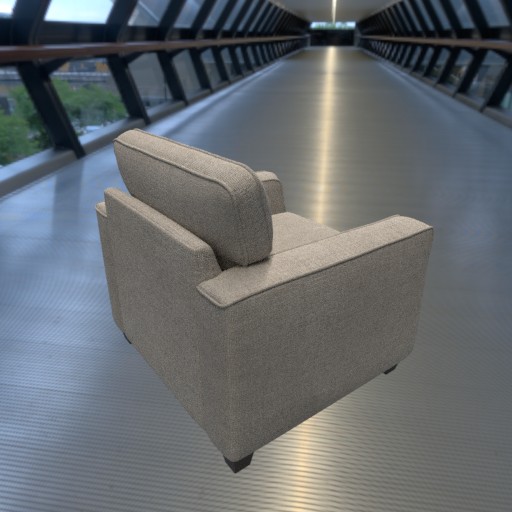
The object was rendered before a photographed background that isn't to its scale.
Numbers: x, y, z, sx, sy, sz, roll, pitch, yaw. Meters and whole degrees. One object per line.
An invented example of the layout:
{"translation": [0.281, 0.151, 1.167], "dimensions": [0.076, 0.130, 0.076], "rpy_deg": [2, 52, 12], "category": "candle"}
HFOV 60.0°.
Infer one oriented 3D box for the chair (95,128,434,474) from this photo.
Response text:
{"translation": [0.000, 0.000, 1.780], "dimensions": [0.939, 0.965, 1.015], "rpy_deg": [-18, 31, -33], "category": "chair"}
